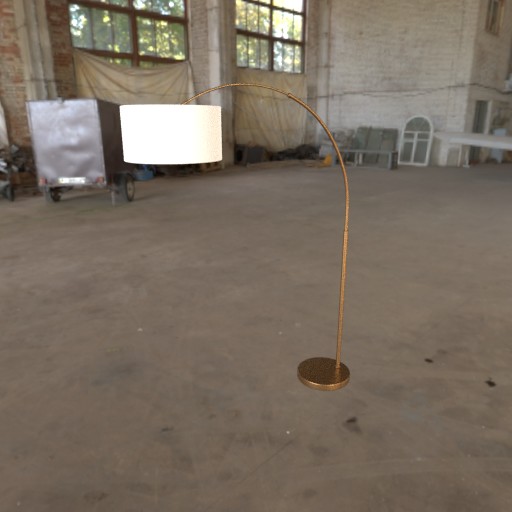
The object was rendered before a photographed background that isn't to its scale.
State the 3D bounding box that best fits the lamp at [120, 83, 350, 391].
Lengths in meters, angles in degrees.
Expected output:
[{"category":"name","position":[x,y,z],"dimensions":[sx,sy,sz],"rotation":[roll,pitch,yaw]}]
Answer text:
[{"category":"lamp","position":[0.000,0.000,2.652],"dimensions":[1.434,1.927,0.493],"rotation":[-8,19,-25]}]
